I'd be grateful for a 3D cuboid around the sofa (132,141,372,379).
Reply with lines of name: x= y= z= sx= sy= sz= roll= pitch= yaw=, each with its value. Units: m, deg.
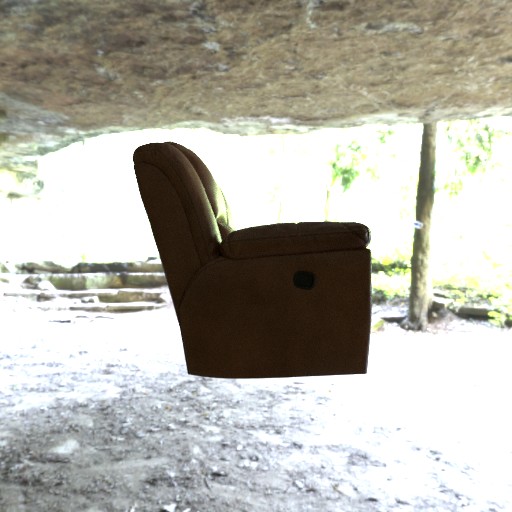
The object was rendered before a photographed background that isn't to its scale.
sofa: x=0.000 y=0.000 z=2.696 sx=0.991 sy=1.043 sz=2.058 roll=0 pitch=0 yaw=0
